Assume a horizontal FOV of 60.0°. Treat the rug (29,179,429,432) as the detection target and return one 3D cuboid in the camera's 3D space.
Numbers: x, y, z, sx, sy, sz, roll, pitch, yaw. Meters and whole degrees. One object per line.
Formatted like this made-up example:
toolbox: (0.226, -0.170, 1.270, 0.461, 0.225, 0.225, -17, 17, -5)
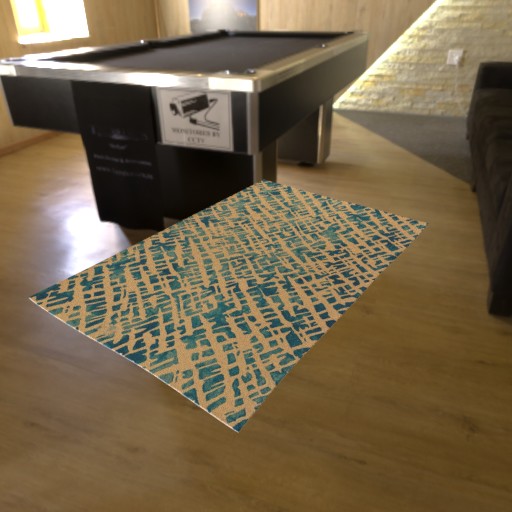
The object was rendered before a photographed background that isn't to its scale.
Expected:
rug: (0.000, 0.000, 2.321, 1.209, 0.011, 1.830, 21, 37, 31)
